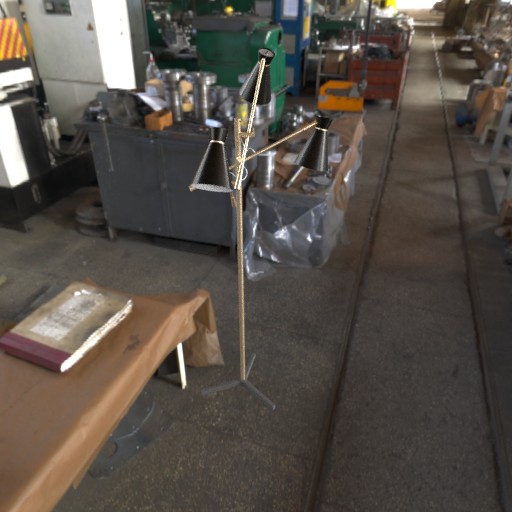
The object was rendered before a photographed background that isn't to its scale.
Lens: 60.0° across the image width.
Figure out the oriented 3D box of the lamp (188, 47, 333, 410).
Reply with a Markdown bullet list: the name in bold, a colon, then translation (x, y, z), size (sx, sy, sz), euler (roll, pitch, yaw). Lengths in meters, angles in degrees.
- **lamp**: translation (0.000, 0.000, 2.177), size (0.653, 1.804, 0.750), euler (-8, 33, -13)
